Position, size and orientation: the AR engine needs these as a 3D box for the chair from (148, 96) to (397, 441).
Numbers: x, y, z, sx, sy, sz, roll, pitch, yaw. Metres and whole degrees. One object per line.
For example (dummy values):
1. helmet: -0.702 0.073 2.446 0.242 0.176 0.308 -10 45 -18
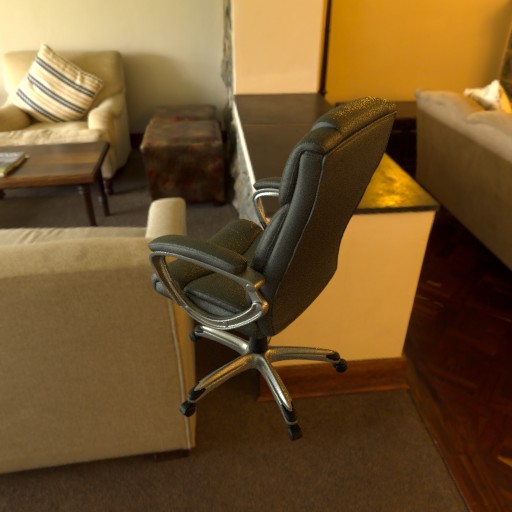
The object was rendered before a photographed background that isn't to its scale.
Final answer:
1. chair: 0.000 0.000 1.587 0.719 1.130 0.721 20 37 29
